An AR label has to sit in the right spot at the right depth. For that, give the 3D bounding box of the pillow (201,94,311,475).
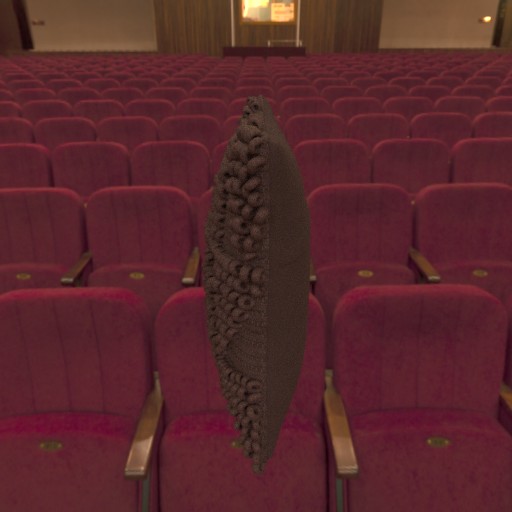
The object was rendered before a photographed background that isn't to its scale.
[{"bbox_3d":[0.000,0.000,0.727,0.172,0.467,0.470,0,24,0],"label":"pillow"}]
